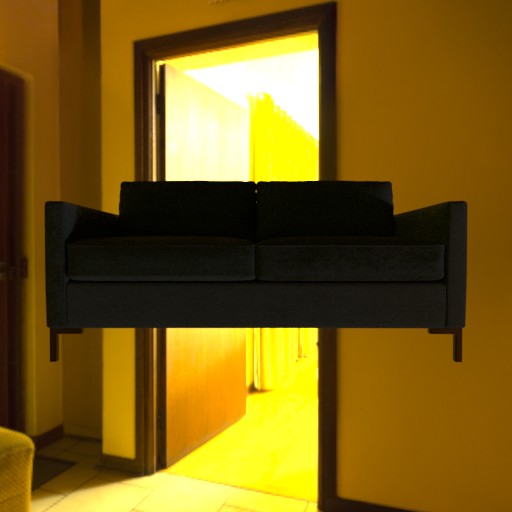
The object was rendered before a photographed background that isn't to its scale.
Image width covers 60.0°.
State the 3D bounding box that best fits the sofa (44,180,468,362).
[{"bbox_3d":[0.000,0.000,2.124,1.676,0.817,0.875,0,1,0],"label":"sofa"}]
